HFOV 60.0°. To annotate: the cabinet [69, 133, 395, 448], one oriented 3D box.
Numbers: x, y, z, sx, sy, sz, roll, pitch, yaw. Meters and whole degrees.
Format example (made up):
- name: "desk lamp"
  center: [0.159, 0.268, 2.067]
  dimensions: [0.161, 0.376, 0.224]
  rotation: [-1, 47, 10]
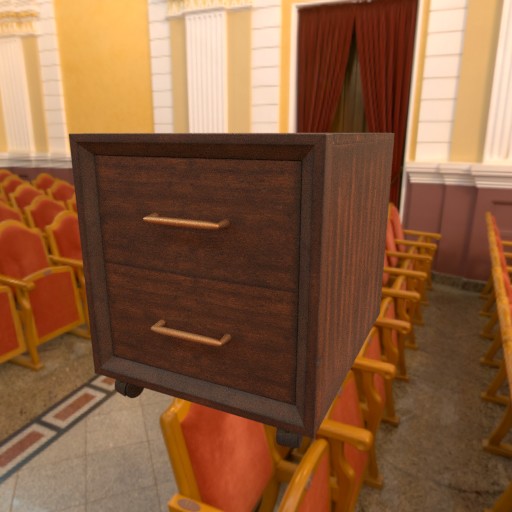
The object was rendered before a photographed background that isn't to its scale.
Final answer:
- name: "cabinet"
  center: [0.000, 0.000, 0.852]
  dimensions: [0.402, 0.455, 0.500]
  rotation: [7, 17, 25]
